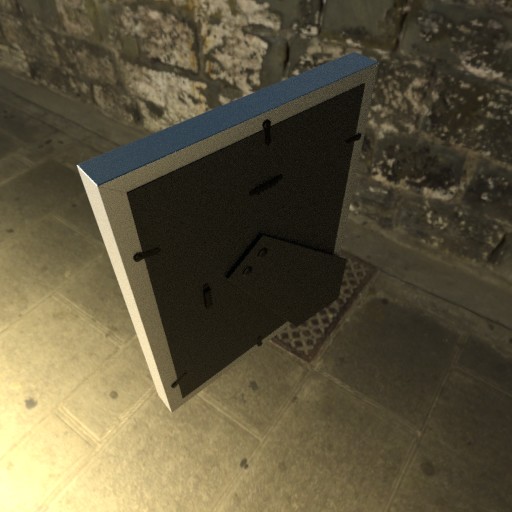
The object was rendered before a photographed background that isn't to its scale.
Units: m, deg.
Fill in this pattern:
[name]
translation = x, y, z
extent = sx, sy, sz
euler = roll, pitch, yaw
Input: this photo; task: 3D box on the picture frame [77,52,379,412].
[picture frame]
translation = 0.000, 0.000, 0.392
extent = 0.233, 0.282, 0.036
euler = -32, 55, -26
